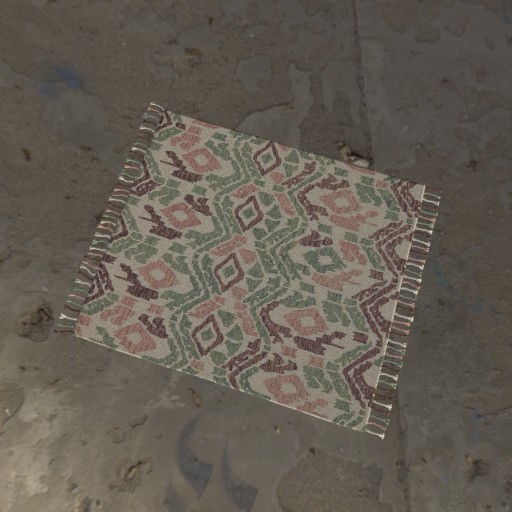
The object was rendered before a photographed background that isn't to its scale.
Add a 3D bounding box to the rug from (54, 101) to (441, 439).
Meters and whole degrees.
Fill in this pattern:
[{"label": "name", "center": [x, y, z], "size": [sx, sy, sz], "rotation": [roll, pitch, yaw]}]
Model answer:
[{"label": "rug", "center": [0.000, 0.000, 4.124], "size": [3.048, 0.010, 2.438], "rotation": [17, 77, 4]}]
